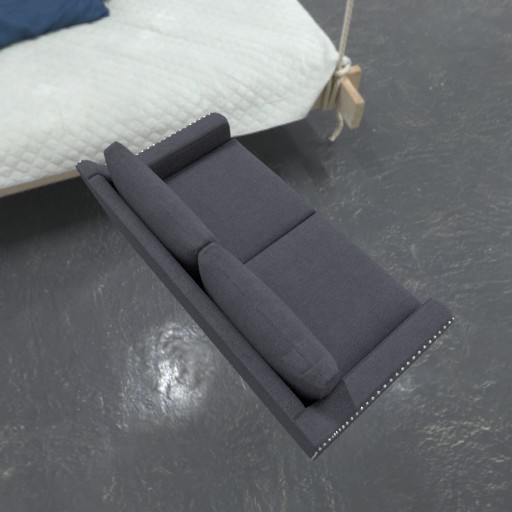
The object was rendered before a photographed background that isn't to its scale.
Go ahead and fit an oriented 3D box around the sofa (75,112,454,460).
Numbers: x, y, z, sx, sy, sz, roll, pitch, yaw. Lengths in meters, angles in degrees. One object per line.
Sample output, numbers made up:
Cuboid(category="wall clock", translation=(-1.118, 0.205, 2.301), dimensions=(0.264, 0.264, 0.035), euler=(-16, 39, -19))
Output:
Cuboid(category="sofa", translation=(0.000, 0.000, 3.293), dimensions=(1.336, 1.196, 2.550), euler=(-36, 65, -20))
